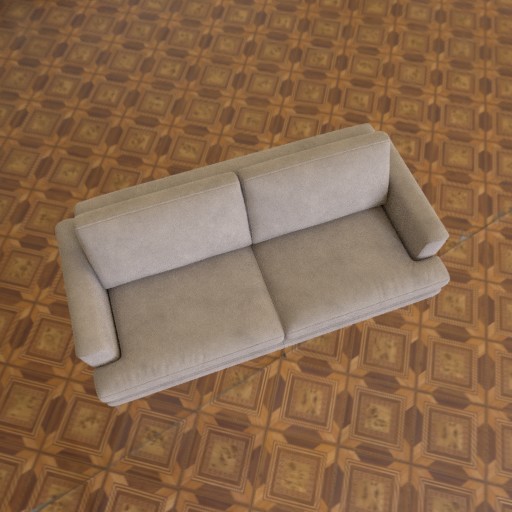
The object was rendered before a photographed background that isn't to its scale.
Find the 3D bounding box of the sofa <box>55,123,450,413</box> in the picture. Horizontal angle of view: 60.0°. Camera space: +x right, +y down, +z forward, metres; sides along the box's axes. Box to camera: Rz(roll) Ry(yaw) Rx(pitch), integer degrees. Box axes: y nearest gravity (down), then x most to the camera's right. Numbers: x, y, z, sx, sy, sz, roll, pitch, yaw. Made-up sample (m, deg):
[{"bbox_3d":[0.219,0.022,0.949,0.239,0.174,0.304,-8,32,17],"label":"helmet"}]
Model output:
[{"bbox_3d":[0.000,0.000,2.488,2.013,0.830,0.980,-17,65,-8],"label":"sofa"}]
